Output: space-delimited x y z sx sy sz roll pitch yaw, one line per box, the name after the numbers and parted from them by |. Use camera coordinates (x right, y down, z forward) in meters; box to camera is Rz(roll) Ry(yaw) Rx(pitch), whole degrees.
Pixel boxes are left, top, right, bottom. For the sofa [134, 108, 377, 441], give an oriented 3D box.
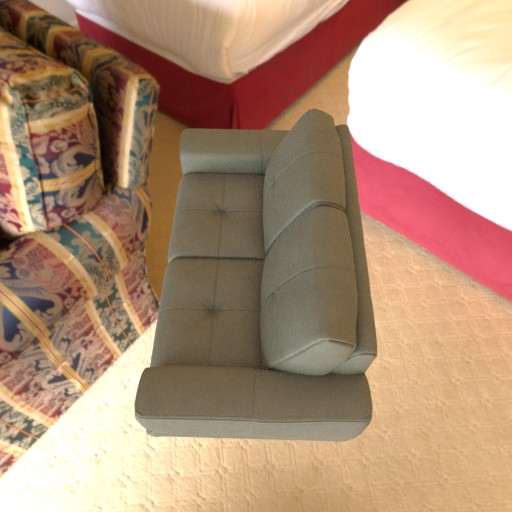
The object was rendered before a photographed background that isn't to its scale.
0.000 0.000 2.382 1.018 0.907 1.806 1 57 1 | sofa
